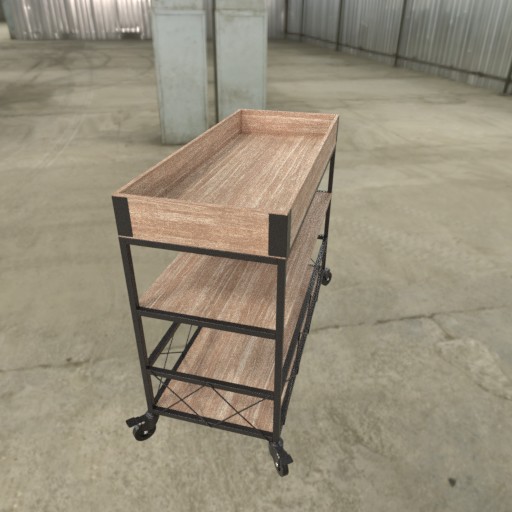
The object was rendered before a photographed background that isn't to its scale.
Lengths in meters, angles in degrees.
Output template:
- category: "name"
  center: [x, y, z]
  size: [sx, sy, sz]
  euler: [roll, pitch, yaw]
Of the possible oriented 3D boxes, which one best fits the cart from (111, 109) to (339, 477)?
- category: "cart"
  center: [0.000, 0.000, 1.538]
  size: [0.500, 0.787, 1.101]
  euler: [8, 30, 13]
